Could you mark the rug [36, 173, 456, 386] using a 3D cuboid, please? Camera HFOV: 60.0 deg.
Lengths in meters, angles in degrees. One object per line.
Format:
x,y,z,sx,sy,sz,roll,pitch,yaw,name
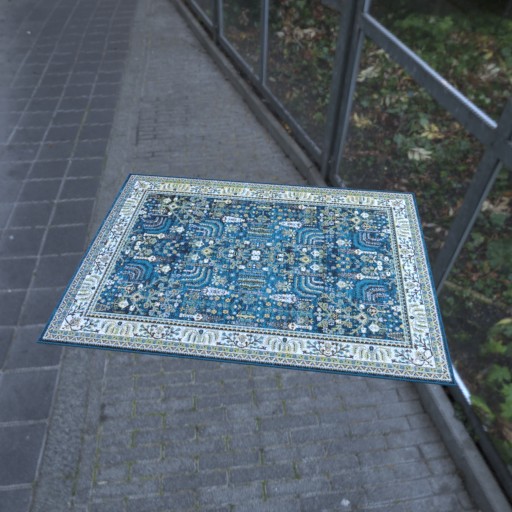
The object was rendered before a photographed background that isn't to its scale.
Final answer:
0.000,0.000,2.872,2.213,0.013,1.594,5,45,5,rug
